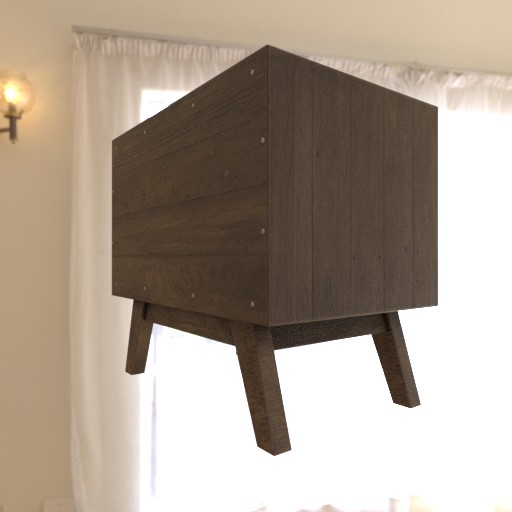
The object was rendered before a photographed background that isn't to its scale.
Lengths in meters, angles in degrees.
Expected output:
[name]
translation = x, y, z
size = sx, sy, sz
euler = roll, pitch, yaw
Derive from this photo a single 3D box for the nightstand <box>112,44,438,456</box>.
[nightstand]
translation = 0.000, 0.000, 1.020
size = 0.450, 0.599, 0.650
euler = 0, 0, -37
